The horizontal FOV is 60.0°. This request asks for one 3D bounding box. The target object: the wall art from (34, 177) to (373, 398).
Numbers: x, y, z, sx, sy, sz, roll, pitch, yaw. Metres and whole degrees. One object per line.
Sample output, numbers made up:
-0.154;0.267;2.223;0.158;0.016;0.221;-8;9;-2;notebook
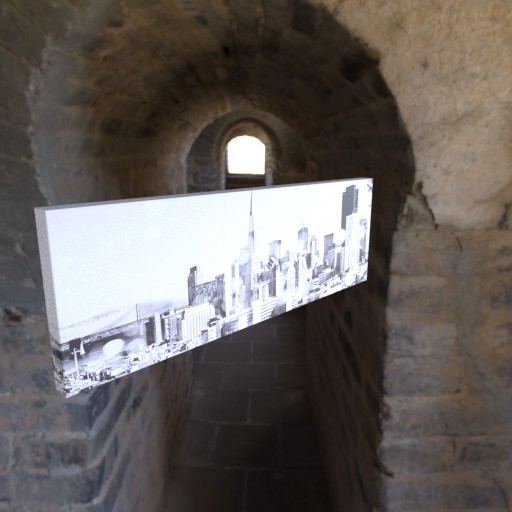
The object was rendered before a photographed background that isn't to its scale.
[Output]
0.000;0.000;0.845;0.036;0.256;0.766;13;19;43;wall art
